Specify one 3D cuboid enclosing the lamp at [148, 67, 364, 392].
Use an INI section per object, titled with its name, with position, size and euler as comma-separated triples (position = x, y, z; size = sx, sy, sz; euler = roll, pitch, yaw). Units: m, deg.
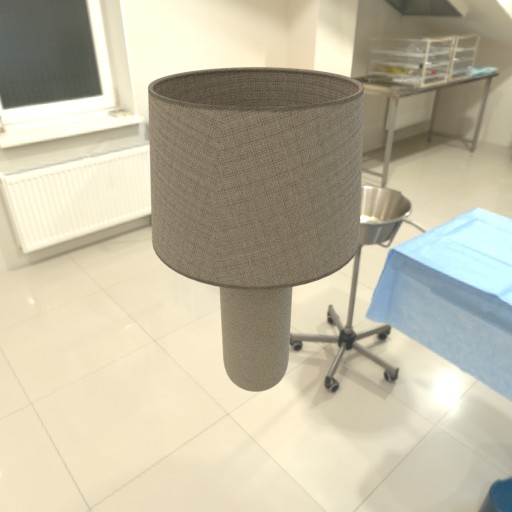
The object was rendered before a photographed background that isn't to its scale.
[lamp]
position = 0.000, 0.000, 0.825
size = 0.367, 0.609, 0.367
euler = 0, 31, 0
